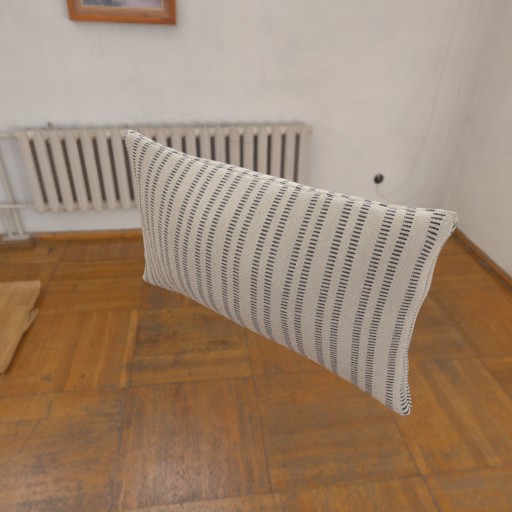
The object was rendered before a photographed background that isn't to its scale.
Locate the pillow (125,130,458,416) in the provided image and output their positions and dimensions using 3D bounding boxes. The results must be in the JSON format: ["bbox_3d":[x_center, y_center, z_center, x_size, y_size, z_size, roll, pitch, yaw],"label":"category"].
[{"bbox_3d":[0.000,0.000,0.796,0.640,0.353,0.210,21,37,32],"label":"pillow"}]
